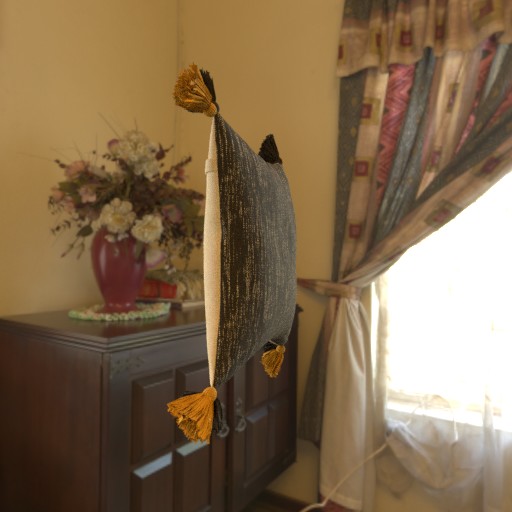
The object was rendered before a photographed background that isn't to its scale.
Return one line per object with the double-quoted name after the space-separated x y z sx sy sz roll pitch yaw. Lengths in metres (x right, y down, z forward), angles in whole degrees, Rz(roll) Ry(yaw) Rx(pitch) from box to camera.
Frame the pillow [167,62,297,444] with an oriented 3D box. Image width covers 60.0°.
0.000 0.000 0.976 0.139 0.659 0.654 0 0 18 "pillow"
